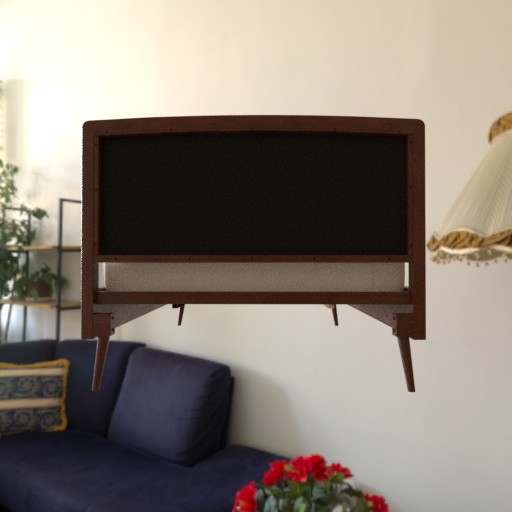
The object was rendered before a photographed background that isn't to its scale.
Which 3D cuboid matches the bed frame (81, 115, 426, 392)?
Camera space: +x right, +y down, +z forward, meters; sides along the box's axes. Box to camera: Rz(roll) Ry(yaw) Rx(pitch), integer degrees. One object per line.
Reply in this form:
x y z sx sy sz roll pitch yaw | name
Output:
0.000 0.000 3.121 1.587 1.279 2.171 0 -1 1 | bed frame
